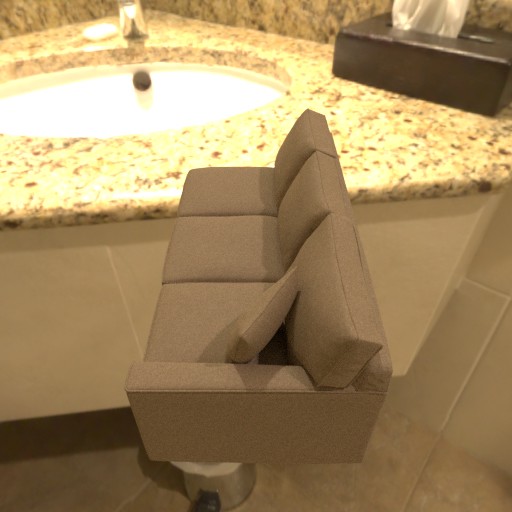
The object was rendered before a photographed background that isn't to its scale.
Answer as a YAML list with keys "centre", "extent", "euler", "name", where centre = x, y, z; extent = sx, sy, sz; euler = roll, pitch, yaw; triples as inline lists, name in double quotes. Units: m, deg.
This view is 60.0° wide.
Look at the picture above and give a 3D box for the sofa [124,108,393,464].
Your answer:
- centre: [0.000, 0.000, 2.508]
  extent: [1.034, 0.946, 1.963]
  euler: [0, 41, 0]
  name: "sofa"
